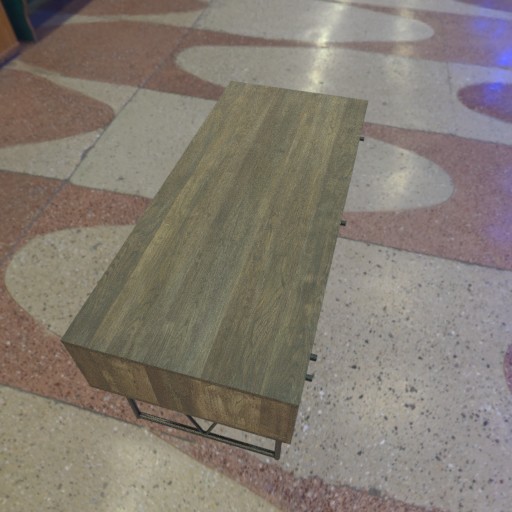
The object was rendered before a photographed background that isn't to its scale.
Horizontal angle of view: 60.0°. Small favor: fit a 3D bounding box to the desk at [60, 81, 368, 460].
[{"bbox_3d":[0.000,0.000,2.025,0.730,0.780,1.600,12,50,10],"label":"desk"}]
